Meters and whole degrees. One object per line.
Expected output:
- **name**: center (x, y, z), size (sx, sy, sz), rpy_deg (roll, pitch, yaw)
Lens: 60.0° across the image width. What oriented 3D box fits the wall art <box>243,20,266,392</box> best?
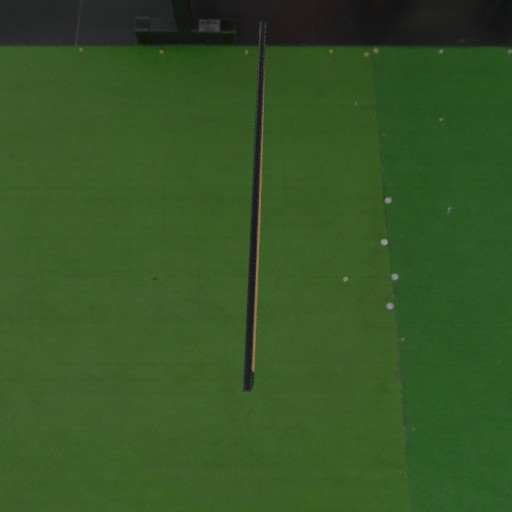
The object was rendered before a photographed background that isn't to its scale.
- **wall art**: center (0.000, 0.000, 1.253), size (0.013, 0.967, 0.707), rpy_deg (2, 75, 1)
